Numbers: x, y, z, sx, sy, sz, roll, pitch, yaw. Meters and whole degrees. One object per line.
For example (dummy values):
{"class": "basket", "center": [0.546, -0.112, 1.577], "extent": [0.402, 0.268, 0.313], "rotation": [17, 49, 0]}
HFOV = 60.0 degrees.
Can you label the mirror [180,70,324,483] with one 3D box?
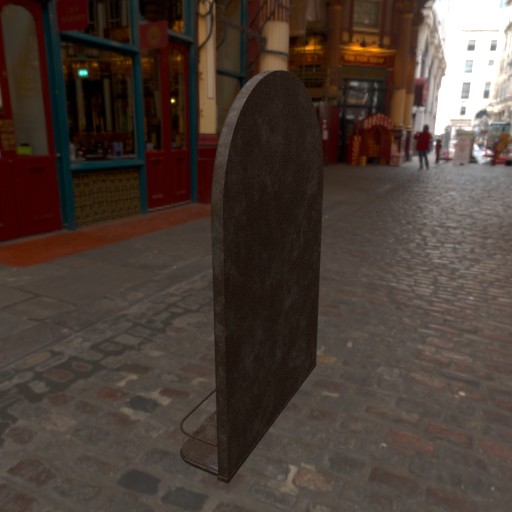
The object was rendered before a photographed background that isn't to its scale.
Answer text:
{"class": "mirror", "center": [0.000, 0.000, 1.001], "extent": [0.137, 0.770, 0.510], "rotation": [8, 17, 26]}
